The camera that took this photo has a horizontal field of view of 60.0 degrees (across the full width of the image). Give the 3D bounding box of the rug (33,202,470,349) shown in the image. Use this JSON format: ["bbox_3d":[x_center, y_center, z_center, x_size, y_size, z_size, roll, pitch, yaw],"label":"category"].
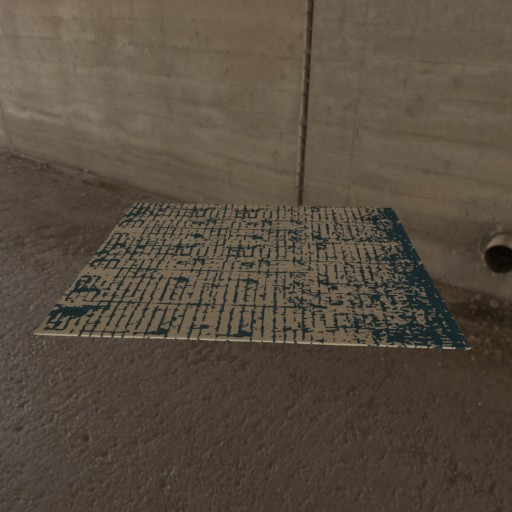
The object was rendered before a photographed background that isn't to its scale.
[{"bbox_3d":[0.000,0.000,4.100,3.017,0.014,2.416,1,29,3],"label":"rug"}]
